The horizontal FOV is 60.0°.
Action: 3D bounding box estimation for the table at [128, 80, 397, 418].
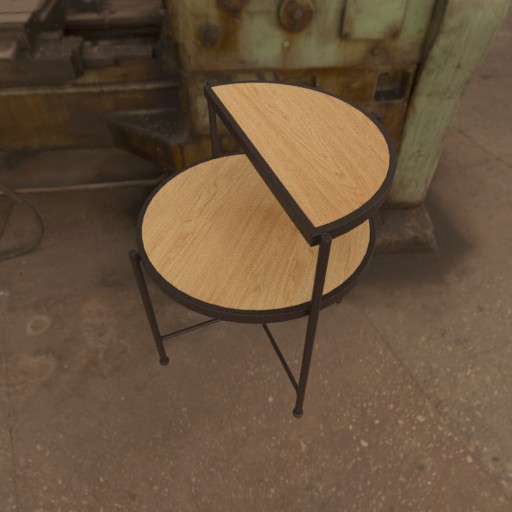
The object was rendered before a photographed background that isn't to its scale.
[{"bbox_3d":[0.000,0.000,1.168,0.628,0.684,0.629,-17,49,-15],"label":"table"}]
